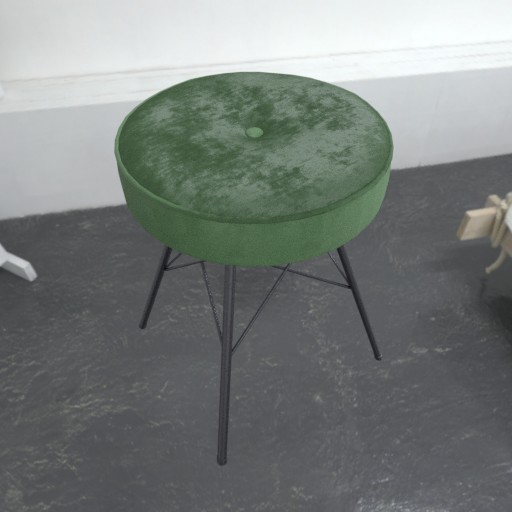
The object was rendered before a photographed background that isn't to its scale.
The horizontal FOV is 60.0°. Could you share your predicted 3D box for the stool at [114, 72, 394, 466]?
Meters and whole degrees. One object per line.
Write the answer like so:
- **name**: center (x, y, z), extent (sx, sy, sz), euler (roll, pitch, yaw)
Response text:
- **stool**: center (0.000, 0.000, 0.889), extent (0.457, 0.595, 0.430), euler (-25, 51, -23)
